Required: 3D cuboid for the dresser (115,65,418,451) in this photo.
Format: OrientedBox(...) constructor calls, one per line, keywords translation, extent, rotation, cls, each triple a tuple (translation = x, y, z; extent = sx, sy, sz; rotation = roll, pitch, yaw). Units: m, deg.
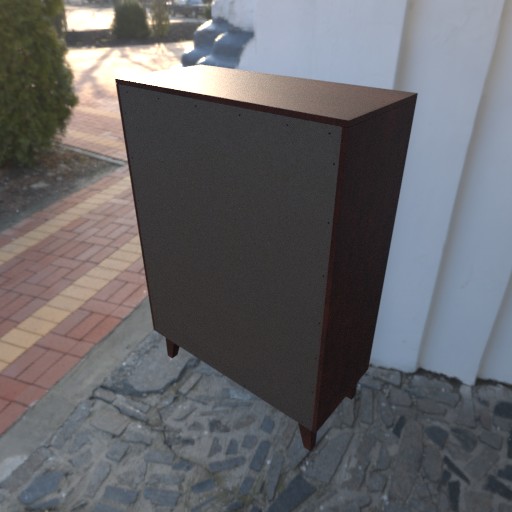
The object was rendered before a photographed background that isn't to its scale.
OrientedBox(translation=(0.000, 0.000, 2.070), extent=(1.072, 1.514, 0.506), rotation=(23, 38, 33), cls="dresser")
